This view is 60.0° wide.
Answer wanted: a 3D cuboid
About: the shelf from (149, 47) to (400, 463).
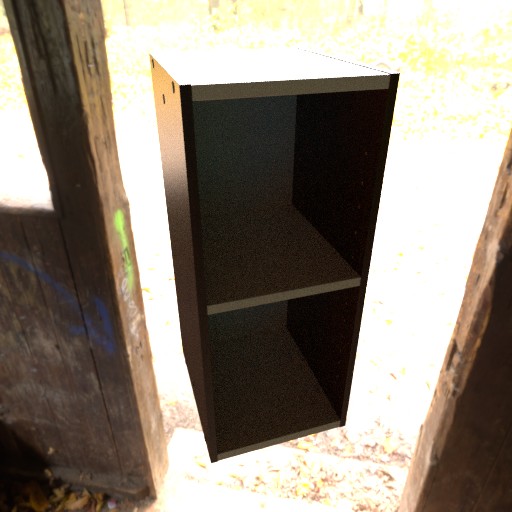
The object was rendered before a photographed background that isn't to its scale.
[{"bbox_3d":[0.000,0.000,0.739,0.253,0.600,0.290,-9,32,-15],"label":"shelf"}]
